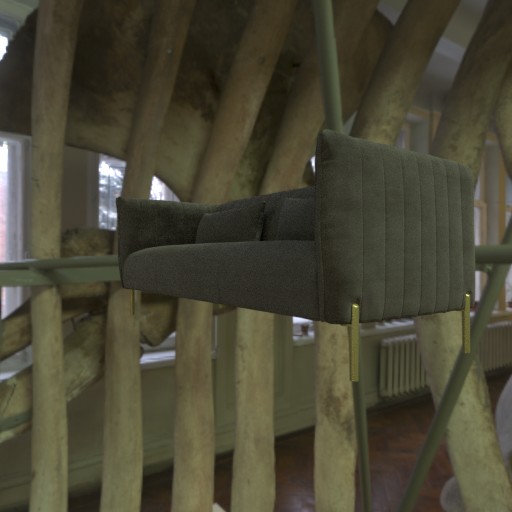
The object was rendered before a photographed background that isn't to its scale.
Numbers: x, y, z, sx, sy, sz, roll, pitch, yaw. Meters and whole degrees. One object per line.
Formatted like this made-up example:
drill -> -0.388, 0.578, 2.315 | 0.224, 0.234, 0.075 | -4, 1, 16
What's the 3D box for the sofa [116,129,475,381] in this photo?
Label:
sofa -> 0.000, 0.000, 2.347 | 0.876, 0.780, 1.980 | 0, 0, -36
